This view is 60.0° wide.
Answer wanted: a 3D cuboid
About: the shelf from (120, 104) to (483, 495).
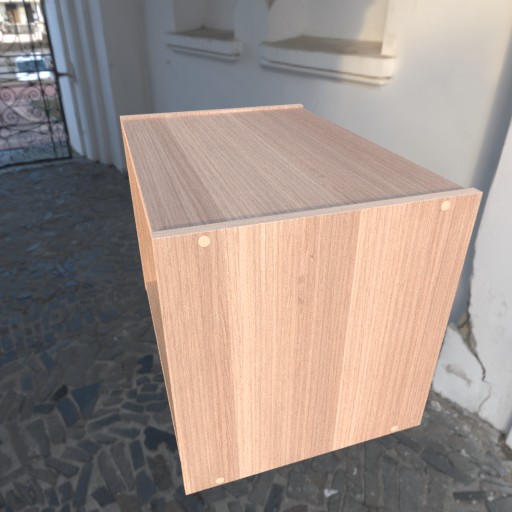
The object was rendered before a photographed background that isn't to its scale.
[{"bbox_3d":[0.000,0.000,0.602,0.290,0.305,0.415,-9,31,-16],"label":"shelf"}]
